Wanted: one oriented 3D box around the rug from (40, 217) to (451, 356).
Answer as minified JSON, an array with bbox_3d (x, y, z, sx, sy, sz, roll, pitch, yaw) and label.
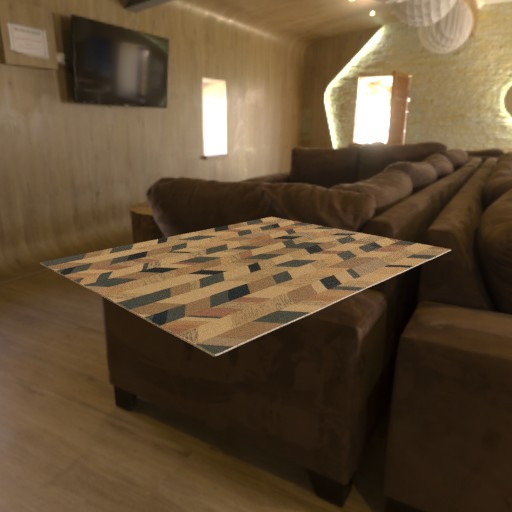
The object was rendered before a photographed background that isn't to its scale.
[{"bbox_3d":[0.000,0.000,4.204,2.451,0.011,3.072,15,22,43],"label":"rug"}]
